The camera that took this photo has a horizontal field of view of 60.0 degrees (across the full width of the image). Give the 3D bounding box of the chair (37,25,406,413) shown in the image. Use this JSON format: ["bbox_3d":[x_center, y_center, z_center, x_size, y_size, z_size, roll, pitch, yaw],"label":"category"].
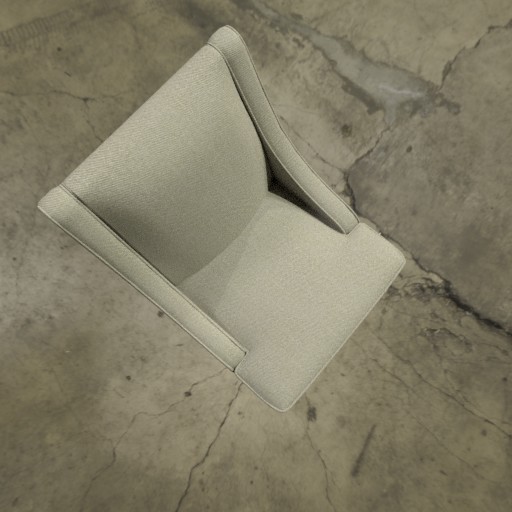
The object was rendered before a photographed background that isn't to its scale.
[{"bbox_3d":[0.000,0.000,1.366,0.748,0.872,0.628,40,79,9],"label":"chair"}]
